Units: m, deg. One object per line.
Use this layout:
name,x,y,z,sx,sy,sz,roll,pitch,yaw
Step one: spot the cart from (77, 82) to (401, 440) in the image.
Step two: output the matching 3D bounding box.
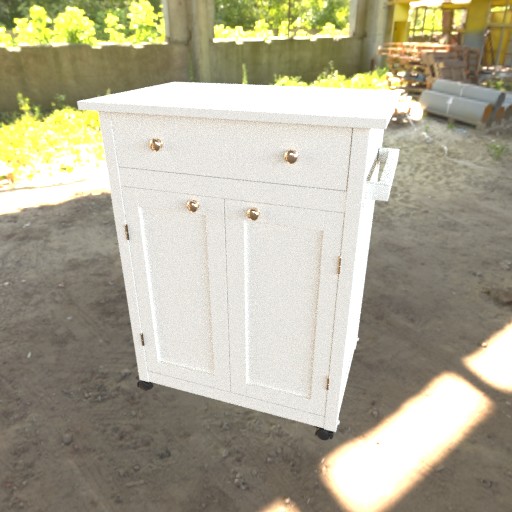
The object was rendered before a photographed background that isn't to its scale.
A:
cart,0.000,0.000,1.260,0.683,0.864,0.442,9,28,17
